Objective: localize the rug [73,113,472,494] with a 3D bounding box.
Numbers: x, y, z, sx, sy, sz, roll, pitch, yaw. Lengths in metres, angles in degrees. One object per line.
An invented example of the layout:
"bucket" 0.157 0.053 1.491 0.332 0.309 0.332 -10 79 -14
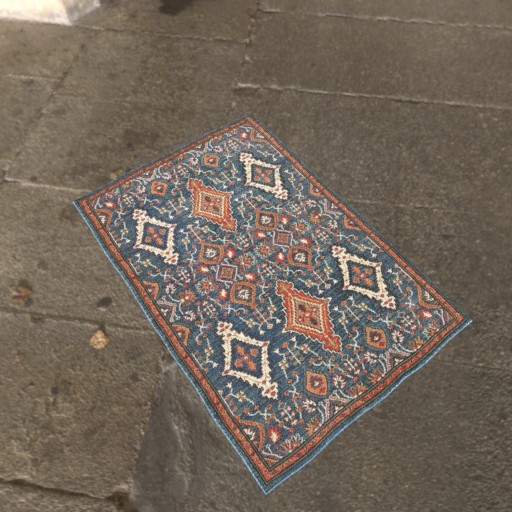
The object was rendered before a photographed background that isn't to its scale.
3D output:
"rug" 0.000 0.000 2.991 1.622 0.009 2.373 -32 64 -18
